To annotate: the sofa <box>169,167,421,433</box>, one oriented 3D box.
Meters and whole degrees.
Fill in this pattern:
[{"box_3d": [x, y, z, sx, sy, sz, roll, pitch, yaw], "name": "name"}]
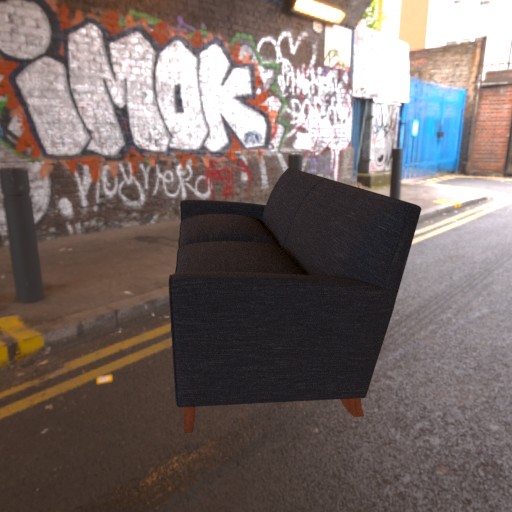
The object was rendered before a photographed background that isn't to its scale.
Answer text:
[{"box_3d": [0.000, 0.000, 2.469, 0.875, 0.846, 1.976, -2, 15, -8], "name": "sofa"}]
